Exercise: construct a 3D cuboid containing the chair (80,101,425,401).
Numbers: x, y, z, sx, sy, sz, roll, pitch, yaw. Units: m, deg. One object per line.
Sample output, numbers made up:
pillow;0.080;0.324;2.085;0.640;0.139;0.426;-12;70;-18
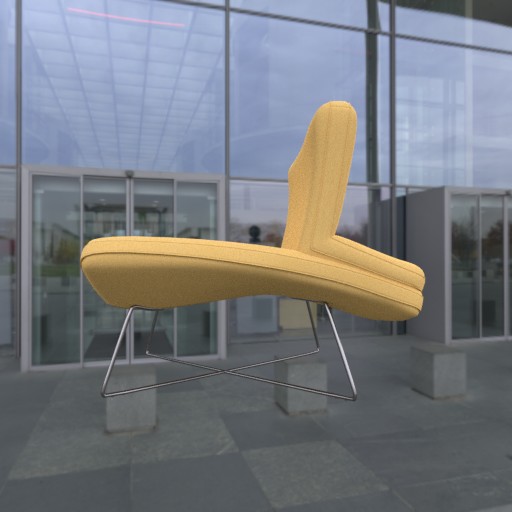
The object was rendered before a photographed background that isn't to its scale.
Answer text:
chair;0.000;0.000;1.624;1.008;0.855;0.859;0;0;-1
